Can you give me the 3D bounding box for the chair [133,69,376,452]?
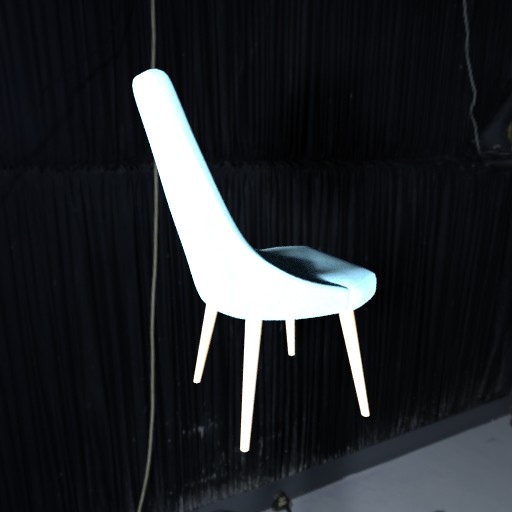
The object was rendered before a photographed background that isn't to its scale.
[{"bbox_3d":[0.000,0.000,1.396,0.660,1.040,0.510,-7,17,-26],"label":"chair"}]
